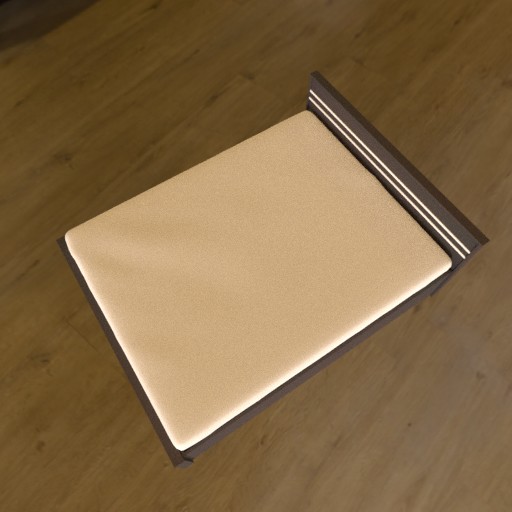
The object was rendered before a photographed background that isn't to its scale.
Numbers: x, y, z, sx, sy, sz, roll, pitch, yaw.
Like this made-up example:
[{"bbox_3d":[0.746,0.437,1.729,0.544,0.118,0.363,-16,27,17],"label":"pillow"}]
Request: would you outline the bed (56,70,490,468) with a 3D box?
[{"bbox_3d":[0.000,0.000,2.919,2.103,0.808,1.634,-31,67,-14],"label":"bed"}]
